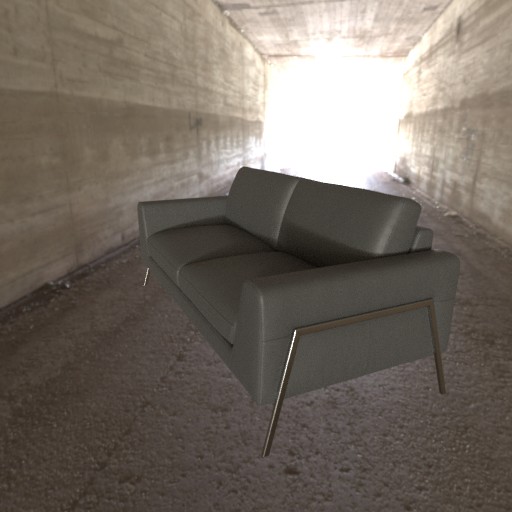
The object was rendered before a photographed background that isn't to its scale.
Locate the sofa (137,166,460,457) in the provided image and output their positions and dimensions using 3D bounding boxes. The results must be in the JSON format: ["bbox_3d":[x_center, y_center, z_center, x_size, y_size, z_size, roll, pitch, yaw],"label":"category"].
[{"bbox_3d":[0.000,0.000,2.552,0.953,0.875,2.017,-8,18,-25],"label":"sofa"}]
